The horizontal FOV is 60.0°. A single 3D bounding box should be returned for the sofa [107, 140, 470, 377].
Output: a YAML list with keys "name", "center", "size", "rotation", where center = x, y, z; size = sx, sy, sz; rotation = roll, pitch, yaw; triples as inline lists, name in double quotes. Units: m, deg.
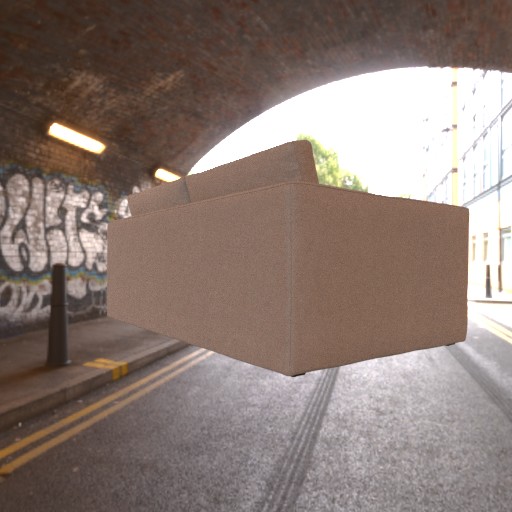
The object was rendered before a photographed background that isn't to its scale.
- name: "sofa"
  center: [0.000, 0.000, 2.493]
  size: [1.091, 0.839, 1.905]
  rotation: [0, -1, -36]
